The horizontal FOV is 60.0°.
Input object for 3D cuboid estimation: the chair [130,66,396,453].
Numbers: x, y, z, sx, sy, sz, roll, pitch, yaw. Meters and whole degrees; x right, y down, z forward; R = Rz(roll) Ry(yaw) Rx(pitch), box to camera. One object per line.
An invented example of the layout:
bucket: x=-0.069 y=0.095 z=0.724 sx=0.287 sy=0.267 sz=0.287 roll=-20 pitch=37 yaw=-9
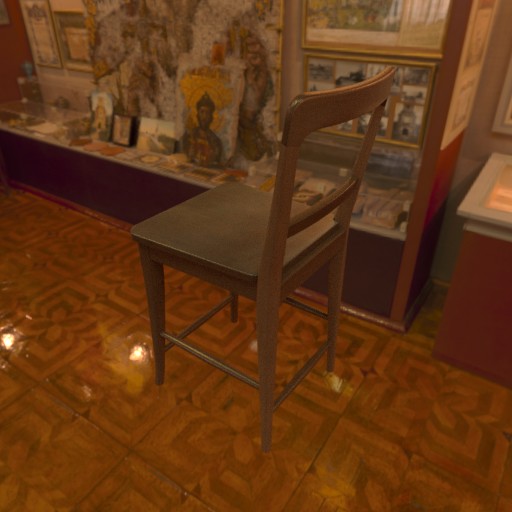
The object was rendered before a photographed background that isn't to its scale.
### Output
chair: x=0.000 y=0.000 z=1.248 sx=0.546 sy=0.991 sz=0.450 roll=21 pitch=37 yaw=30
